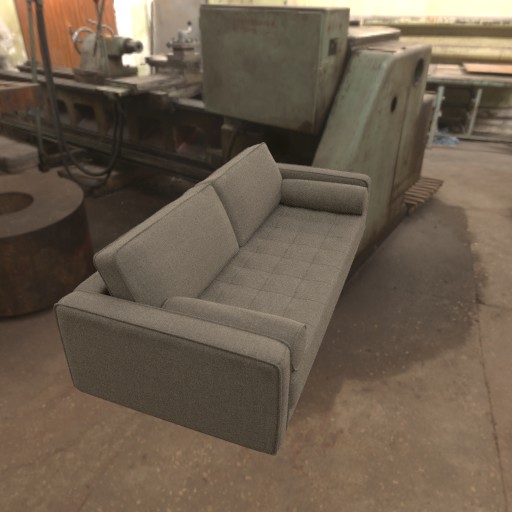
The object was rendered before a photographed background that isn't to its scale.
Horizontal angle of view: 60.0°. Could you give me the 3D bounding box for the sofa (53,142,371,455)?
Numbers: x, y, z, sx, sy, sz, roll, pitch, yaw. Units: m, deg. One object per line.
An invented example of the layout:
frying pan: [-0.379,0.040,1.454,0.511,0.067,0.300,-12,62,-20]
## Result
sofa: [0.000,0.000,2.318,0.914,0.762,1.879,11,31,18]
